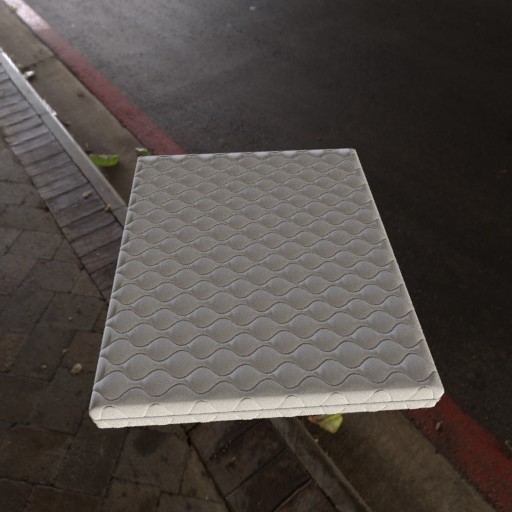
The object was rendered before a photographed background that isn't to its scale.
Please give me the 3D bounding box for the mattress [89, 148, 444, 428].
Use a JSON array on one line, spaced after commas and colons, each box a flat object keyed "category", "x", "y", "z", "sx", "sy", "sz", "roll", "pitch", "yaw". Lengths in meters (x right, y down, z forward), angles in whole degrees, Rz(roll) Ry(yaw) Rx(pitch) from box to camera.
[{"category": "mattress", "x": 0.000, "y": 0.000, "z": 2.650, "sx": 1.600, "sy": 0.200, "sz": 1.900, "roll": -3, "pitch": 48, "yaw": -2}]
